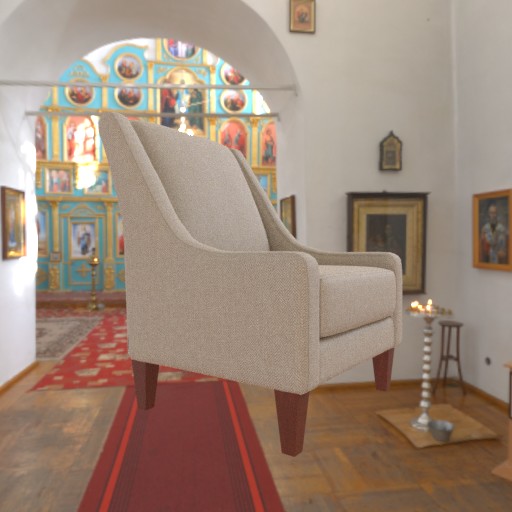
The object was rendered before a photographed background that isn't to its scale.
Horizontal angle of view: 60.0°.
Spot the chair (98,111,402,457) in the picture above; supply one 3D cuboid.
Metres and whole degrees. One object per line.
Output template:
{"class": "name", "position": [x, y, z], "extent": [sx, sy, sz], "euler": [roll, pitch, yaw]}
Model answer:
{"class": "chair", "position": [0.000, 0.000, 1.623], "extent": [0.870, 1.014, 0.774], "euler": [0, 0, 36]}
